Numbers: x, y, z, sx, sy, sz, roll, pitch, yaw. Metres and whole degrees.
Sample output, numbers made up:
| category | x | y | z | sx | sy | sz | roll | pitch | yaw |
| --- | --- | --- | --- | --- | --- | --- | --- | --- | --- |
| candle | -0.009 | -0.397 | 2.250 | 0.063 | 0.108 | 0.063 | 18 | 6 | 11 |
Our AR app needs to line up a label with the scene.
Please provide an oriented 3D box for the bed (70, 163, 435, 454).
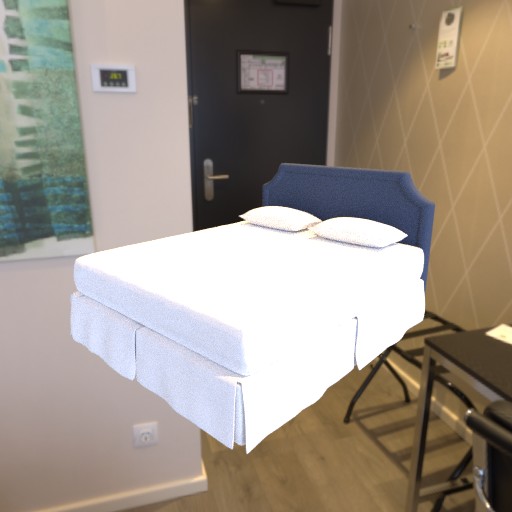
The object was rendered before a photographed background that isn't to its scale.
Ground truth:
| category | x | y | z | sx | sy | sz | roll | pitch | yaw |
| --- | --- | --- | --- | --- | --- | --- | --- | --- | --- |
| bed | 0.000 | 0.000 | 4.171 | 2.350 | 1.488 | 2.773 | 15 | 22 | 41 |
